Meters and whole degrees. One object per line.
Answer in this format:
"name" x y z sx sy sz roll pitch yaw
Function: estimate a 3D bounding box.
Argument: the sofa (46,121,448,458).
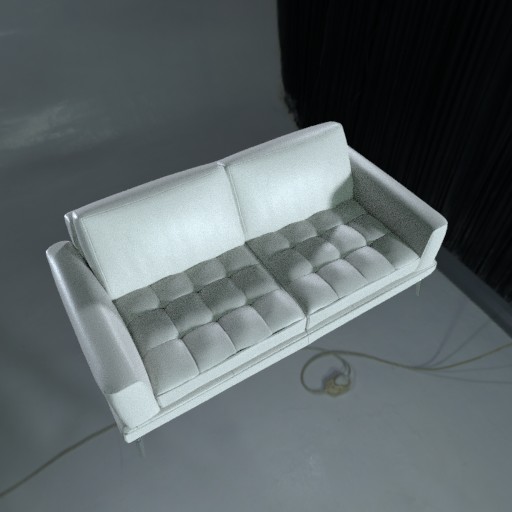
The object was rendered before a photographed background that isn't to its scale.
"sofa" 0.000 0.000 2.680 2.177 0.930 1.121 -24 52 -21
